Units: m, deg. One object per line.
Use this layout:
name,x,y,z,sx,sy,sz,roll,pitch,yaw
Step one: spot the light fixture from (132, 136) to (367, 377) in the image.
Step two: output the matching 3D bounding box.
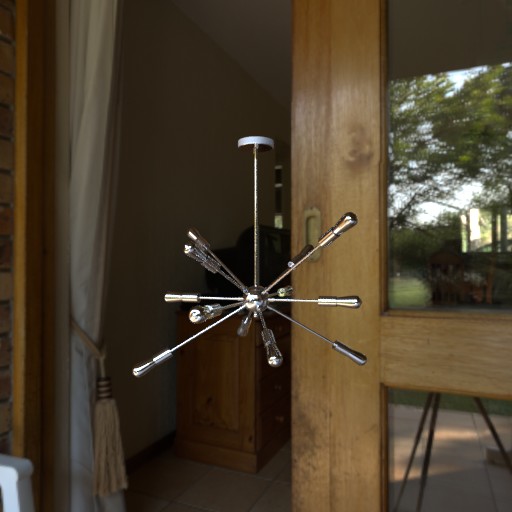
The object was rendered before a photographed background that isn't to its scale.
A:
light fixture,0.000,0.000,1.078,0.509,0.558,0.684,0,-1,18
